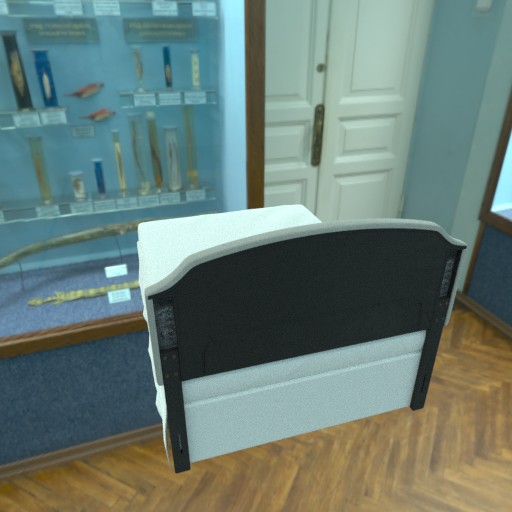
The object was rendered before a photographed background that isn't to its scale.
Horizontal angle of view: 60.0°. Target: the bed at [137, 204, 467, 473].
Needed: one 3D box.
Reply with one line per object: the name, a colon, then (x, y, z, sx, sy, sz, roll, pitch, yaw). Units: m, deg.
bed: (0.000, 0.000, 2.977, 1.558, 1.270, 1.999, -8, 29, -15)
